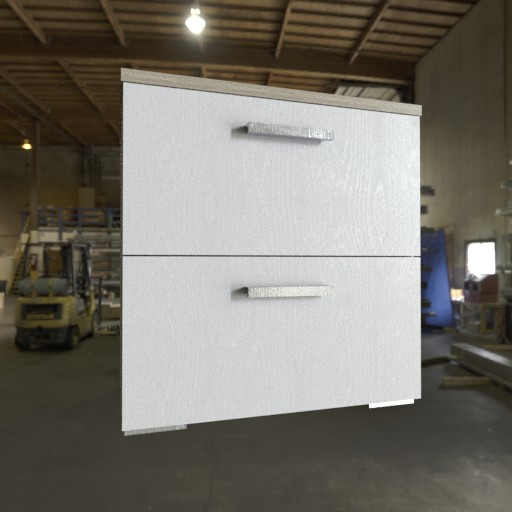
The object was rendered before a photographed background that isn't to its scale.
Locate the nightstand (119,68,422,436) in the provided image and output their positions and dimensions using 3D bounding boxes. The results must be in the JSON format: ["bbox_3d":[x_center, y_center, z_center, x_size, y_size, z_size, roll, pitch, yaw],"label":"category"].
[{"bbox_3d":[0.000,0.000,0.751,0.442,0.461,0.325,0,-1,-17],"label":"nightstand"}]
